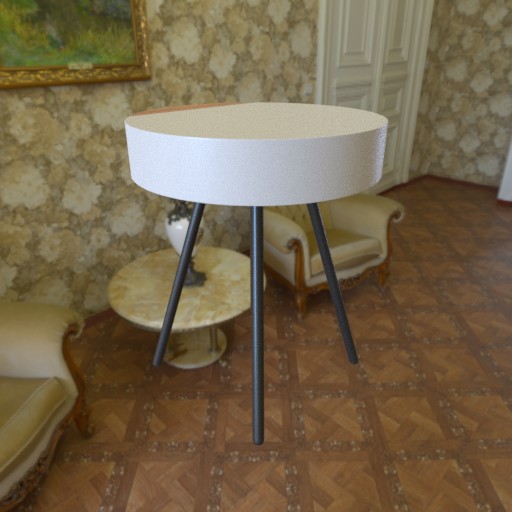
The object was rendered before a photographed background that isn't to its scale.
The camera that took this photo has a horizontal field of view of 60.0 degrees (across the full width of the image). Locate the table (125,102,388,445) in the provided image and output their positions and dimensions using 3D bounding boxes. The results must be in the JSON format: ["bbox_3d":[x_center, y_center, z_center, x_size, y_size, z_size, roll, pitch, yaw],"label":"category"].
[{"bbox_3d":[0.000,0.000,0.863,0.450,0.525,0.450,0,25,0],"label":"table"}]
